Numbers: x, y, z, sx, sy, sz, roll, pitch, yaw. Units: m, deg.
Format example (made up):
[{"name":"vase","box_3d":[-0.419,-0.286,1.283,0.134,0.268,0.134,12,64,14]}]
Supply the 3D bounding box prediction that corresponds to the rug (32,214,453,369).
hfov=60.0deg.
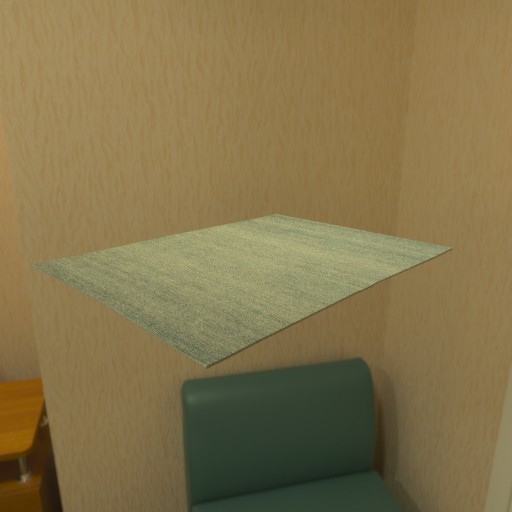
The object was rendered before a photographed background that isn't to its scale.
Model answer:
[{"name":"rug","box_3d":[0.000,0.000,4.235,2.461,0.046,3.237,16,23,43]}]
